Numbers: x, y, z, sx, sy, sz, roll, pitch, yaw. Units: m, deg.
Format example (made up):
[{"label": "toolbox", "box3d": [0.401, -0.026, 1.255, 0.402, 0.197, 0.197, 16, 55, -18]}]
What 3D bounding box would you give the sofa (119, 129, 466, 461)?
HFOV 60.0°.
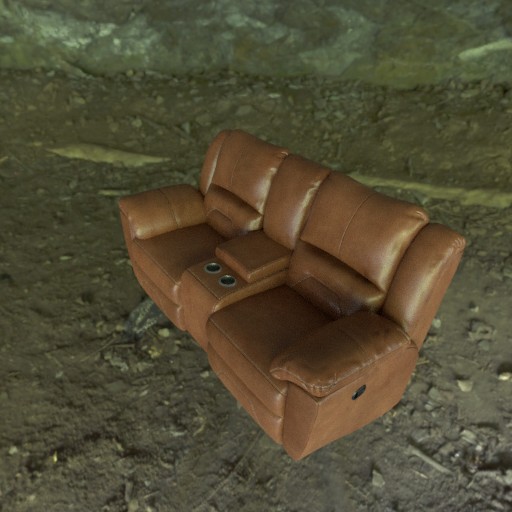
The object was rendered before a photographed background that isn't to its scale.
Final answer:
[{"label": "sofa", "box3d": [0.000, 0.000, 2.642, 0.991, 1.043, 2.058, -22, 39, -30]}]
